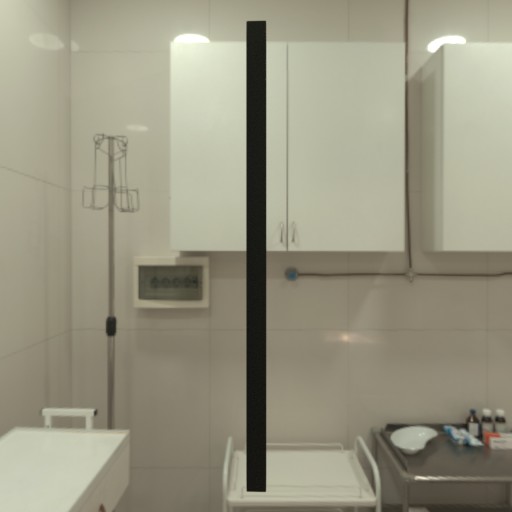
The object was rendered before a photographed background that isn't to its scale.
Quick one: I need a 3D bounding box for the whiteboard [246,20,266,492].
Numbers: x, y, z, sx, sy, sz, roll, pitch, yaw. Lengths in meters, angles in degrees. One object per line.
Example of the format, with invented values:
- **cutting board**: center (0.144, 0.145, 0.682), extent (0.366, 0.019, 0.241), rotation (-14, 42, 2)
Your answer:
- **whiteboard**: center (0.000, 0.000, 0.776), extent (0.026, 0.611, 0.406), rotation (0, 0, 0)
